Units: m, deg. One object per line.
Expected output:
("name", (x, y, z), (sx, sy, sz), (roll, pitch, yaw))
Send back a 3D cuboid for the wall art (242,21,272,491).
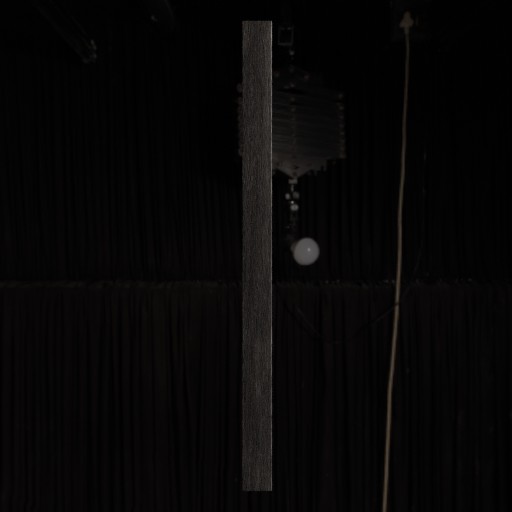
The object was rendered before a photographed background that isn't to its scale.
("wall art", (0.000, 0.000, 1.339), (0.063, 1.016, 0.762), (0, 0, 0))
